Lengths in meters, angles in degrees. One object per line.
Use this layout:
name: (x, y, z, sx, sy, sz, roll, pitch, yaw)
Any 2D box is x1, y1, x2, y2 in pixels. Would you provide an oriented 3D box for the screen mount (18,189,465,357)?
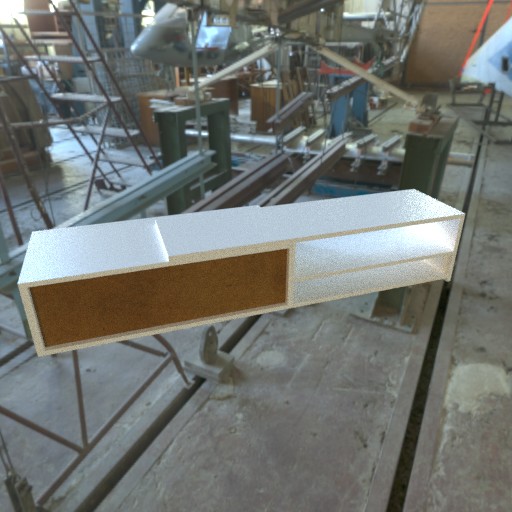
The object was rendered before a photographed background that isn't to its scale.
screen mount: (0.000, 0.000, 1.835, 1.680, 0.320, 0.420, -9, 28, -17)
